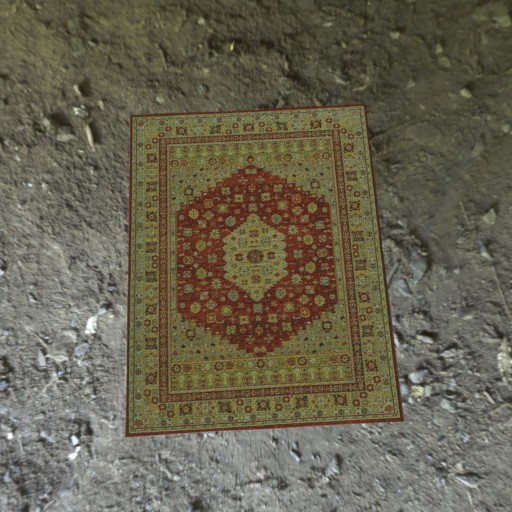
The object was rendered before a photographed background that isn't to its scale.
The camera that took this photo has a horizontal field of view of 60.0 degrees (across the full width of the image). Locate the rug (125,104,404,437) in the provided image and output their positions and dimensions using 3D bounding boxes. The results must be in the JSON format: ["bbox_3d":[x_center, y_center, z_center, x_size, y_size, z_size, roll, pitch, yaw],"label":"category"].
[{"bbox_3d":[0.000,0.000,4.132,2.387,0.013,3.053,-3,77,-1],"label":"rug"}]
